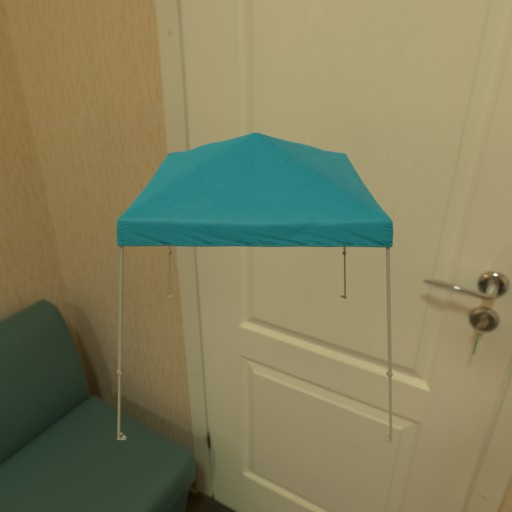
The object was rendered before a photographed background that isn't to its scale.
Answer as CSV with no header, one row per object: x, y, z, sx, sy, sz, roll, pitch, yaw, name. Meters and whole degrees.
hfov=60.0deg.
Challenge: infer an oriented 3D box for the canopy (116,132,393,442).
0.000,0.000,6.580,3.599,3.600,3.600,0,27,1,canopy
